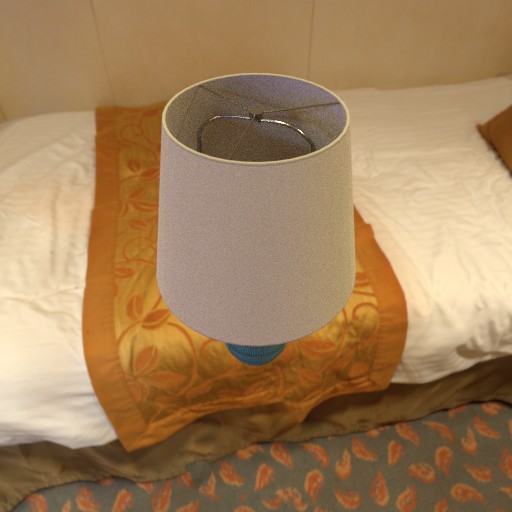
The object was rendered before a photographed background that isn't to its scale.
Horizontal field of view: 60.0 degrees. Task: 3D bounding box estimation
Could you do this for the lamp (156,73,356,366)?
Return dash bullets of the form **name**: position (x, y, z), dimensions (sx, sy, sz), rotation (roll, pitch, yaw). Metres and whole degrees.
- **lamp**: position (0.000, 0.000, 0.564), dimensions (0.254, 0.392, 0.254), rotation (0, 45, 0)
